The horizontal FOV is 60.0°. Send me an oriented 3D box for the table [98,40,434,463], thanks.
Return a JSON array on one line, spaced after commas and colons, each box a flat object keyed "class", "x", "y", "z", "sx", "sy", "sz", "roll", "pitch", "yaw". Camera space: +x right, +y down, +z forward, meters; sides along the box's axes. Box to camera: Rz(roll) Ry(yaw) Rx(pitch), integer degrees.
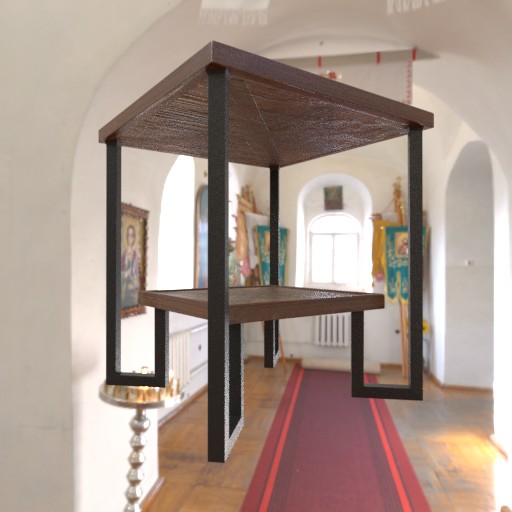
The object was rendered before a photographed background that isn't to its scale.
[{"class": "table", "x": 0.000, "y": 0.000, "z": 0.927, "sx": 0.503, "sy": 0.563, "sz": 0.503, "roll": 0, "pitch": 0, "yaw": -36}]
